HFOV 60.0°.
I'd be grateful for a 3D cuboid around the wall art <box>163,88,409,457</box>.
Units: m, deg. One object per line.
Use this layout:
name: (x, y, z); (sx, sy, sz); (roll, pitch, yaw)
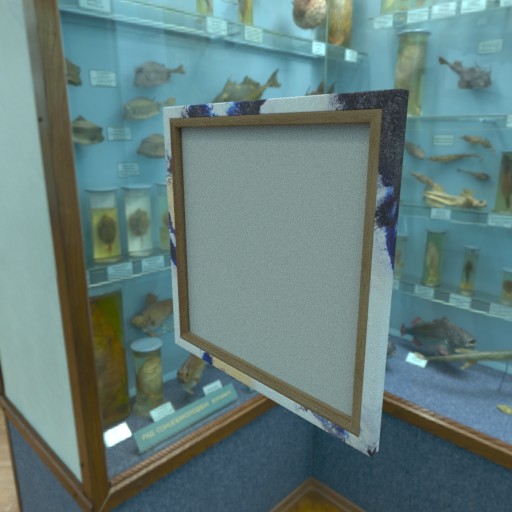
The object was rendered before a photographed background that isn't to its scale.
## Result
wall art: (0.000, 0.000, 1.334); (0.038, 0.885, 0.887); (-14, 21, -42)
